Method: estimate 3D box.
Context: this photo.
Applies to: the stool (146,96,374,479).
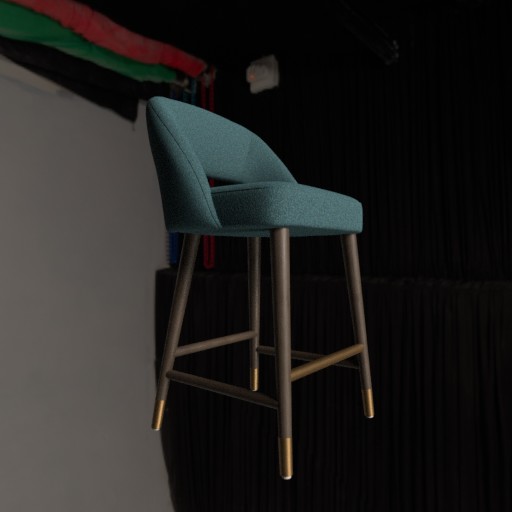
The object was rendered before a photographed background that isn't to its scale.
[{"bbox_3d":[0.000,0.000,1.263,0.522,0.939,0.536,0,0,37],"label":"stool"}]
